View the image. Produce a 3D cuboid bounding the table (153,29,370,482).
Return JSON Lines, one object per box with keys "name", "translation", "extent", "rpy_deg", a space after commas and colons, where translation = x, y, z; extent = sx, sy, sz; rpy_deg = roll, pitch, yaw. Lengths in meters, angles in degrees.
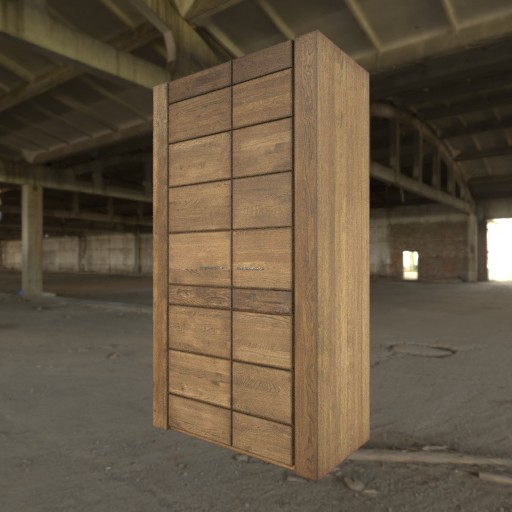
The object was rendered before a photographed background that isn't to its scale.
{"name": "table", "translation": [0.000, 0.000, 2.509], "extent": [1.100, 2.000, 0.600], "rpy_deg": [0, 0, 37]}
